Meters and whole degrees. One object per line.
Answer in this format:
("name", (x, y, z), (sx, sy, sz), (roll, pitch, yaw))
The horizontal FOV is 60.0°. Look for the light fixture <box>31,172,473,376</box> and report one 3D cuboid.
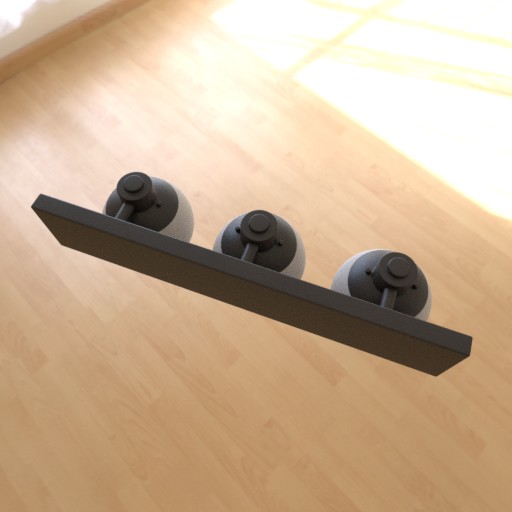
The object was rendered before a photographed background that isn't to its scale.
("light fixture", (0.000, 0.000, 0.842), (0.721, 0.263, 0.218), (18, 64, 9))
